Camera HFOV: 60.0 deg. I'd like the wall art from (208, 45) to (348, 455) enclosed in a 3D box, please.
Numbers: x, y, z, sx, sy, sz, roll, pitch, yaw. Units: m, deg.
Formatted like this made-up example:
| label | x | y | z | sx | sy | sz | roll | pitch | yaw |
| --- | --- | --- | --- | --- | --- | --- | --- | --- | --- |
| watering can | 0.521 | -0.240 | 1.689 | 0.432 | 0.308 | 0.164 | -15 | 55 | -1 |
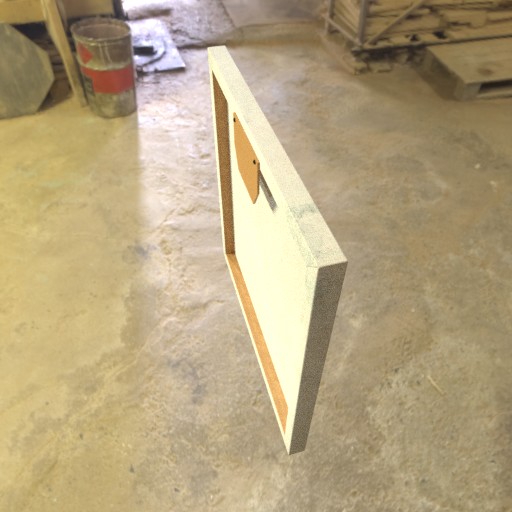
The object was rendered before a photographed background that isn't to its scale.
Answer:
| label | x | y | z | sx | sy | sz | roll | pitch | yaw |
| --- | --- | --- | --- | --- | --- | --- | --- | --- | --- |
| wall art | 0.000 | 0.000 | 0.912 | 0.044 | 0.605 | 0.605 | -12 | 49 | -11 |
